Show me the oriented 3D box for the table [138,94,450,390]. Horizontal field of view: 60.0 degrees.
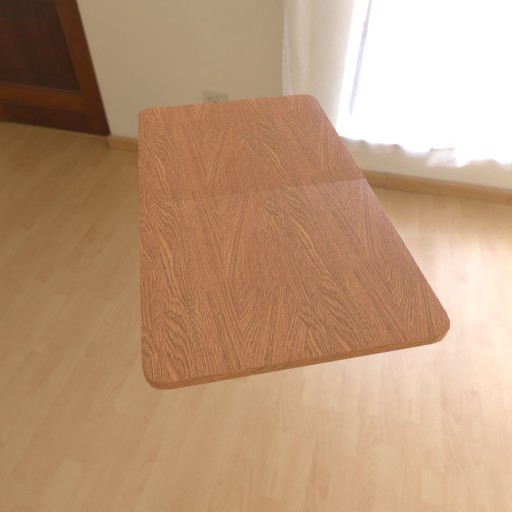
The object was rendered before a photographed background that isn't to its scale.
[{"bbox_3d":[0.000,0.000,2.110,0.950,0.770,1.600,-8,46,-8],"label":"table"}]
